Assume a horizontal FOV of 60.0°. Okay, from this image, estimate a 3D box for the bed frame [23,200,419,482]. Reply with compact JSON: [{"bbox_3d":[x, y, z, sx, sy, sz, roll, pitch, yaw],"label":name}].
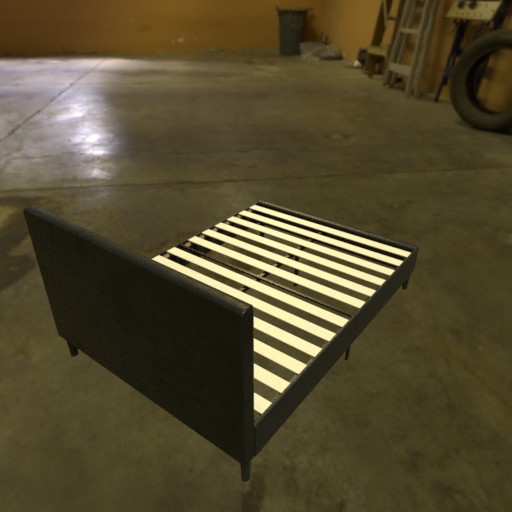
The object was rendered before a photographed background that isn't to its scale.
[{"bbox_3d":[0.000,0.000,3.210,1.634,1.127,2.318,21,36,32],"label":"bed frame"}]
